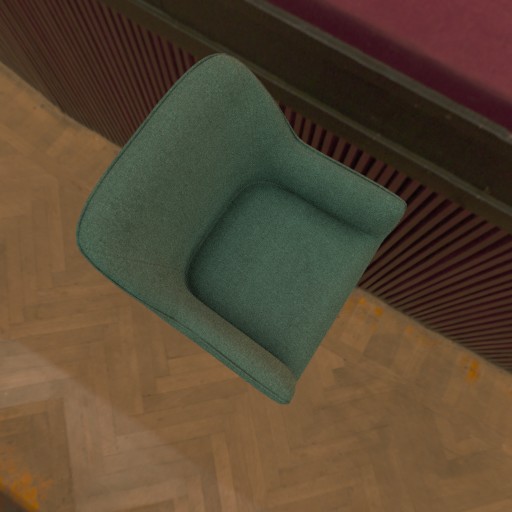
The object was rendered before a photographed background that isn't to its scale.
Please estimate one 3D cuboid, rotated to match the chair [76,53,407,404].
[{"bbox_3d":[0.000,0.000,1.153,0.519,0.803,0.543,32,79,7],"label":"chair"}]
